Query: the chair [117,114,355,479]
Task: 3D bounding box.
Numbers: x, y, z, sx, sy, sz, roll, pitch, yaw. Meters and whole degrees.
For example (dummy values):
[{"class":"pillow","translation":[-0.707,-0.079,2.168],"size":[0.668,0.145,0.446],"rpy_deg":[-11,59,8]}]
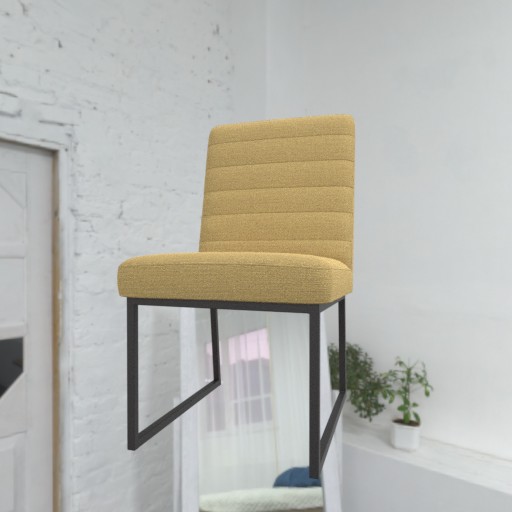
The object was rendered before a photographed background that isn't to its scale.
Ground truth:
[{"class":"chair","translation":[0.000,0.000,1.278],"size":[0.520,0.930,0.634],"rpy_deg":[0,1,17]}]
